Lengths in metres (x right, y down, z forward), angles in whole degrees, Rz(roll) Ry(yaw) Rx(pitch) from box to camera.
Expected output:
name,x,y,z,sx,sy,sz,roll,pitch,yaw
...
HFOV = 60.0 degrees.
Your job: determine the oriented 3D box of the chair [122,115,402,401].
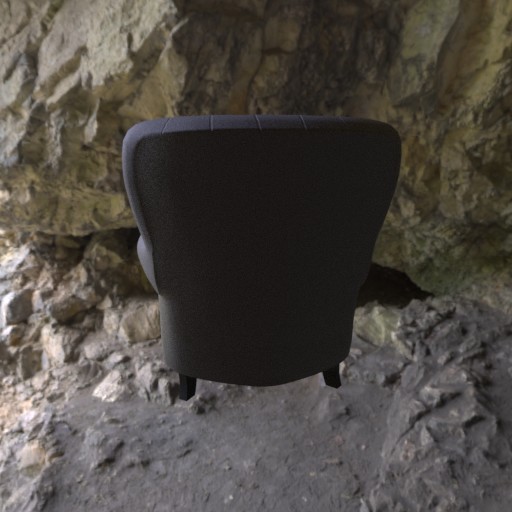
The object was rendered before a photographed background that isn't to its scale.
name,x,y,z,sx,sy,sz,roll,pitch,yaw
chair,0.000,0.000,1.804,0.983,1.046,0.983,-2,14,-8
